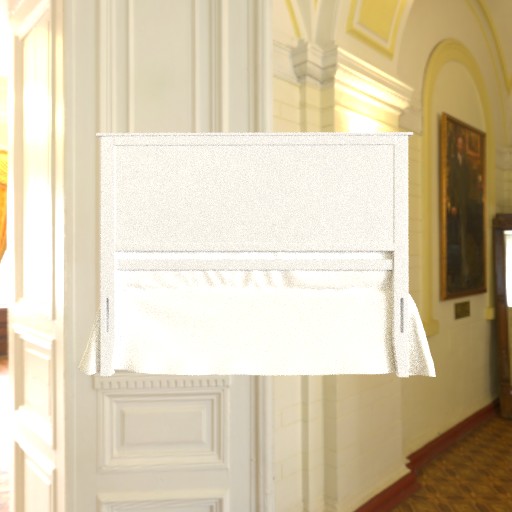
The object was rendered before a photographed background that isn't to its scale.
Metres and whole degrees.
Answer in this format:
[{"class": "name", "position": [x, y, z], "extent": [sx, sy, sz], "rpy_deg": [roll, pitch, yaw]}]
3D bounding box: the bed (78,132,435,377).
[{"class": "bed", "position": [0.000, 0.000, 3.277], "extent": [1.876, 1.269, 2.047], "rpy_deg": [0, 0, 1]}]
